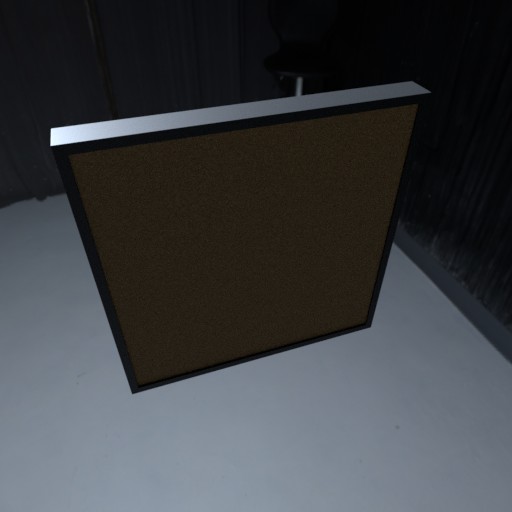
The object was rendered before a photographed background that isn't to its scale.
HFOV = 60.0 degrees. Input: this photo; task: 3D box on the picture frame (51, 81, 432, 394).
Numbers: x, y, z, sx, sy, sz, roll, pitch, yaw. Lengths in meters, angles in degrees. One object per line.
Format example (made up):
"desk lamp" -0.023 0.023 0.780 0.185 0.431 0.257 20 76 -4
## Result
"picture frame" 0.000 0.000 0.467 0.317 0.317 0.030 -12 42 -14
